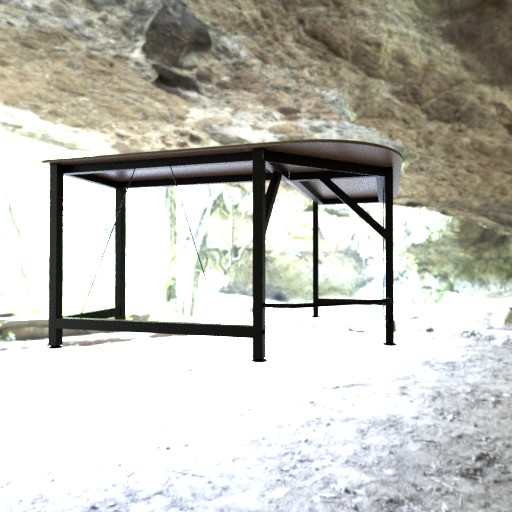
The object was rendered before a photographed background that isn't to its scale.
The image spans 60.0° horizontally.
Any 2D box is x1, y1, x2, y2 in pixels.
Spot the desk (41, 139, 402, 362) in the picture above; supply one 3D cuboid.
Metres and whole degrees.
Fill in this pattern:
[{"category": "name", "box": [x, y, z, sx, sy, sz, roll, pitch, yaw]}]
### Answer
[{"category": "desk", "box": [0.000, 0.000, 2.260, 1.400, 0.762, 1.400, 0, -1, 16]}]
